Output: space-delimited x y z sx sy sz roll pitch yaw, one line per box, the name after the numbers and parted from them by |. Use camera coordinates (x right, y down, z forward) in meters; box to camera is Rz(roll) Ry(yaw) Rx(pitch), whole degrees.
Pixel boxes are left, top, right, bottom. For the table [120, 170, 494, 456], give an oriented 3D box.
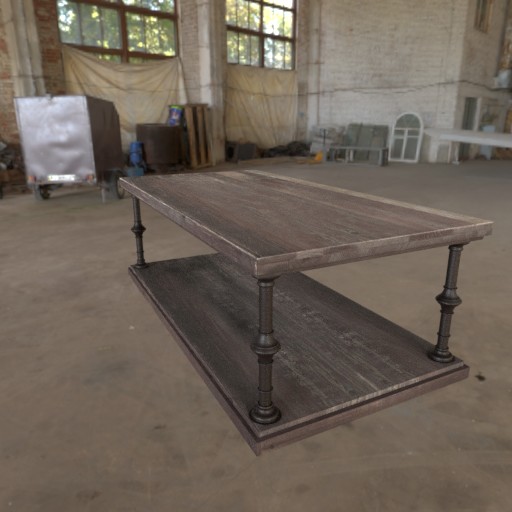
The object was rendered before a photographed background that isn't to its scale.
0.000 0.000 1.319 0.554 0.373 1.088 -9 19 -26 | table
